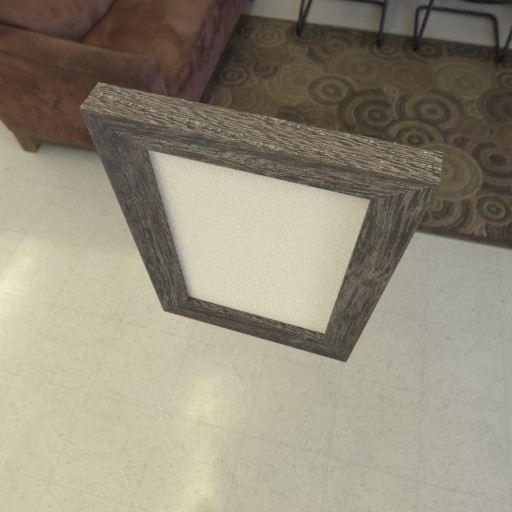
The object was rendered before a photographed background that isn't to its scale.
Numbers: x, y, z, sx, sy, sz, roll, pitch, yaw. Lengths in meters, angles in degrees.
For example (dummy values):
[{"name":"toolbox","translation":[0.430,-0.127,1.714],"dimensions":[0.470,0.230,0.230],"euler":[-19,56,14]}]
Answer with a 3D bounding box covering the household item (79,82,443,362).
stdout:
[{"name":"household item","translation":[0.000,0.000,0.238],"dimensions":[0.133,0.180,0.020],"euler":[14,59,9]}]
